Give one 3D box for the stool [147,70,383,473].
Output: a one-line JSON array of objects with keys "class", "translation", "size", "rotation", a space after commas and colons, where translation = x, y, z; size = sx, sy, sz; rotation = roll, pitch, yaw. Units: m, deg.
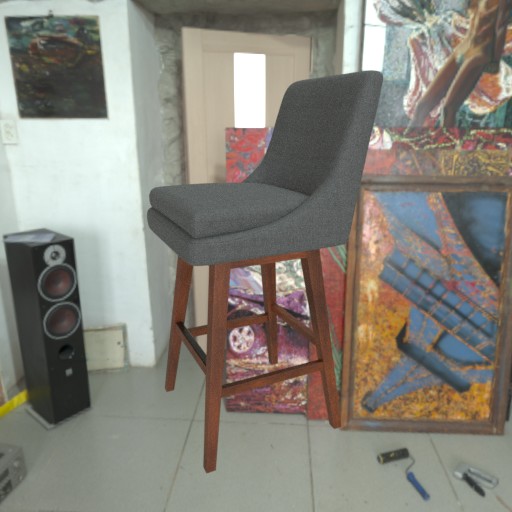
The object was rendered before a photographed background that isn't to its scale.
[{"class": "stool", "translation": [0.000, 0.000, 1.267], "size": [0.524, 0.977, 0.447], "rotation": [-8, 19, -24]}]
